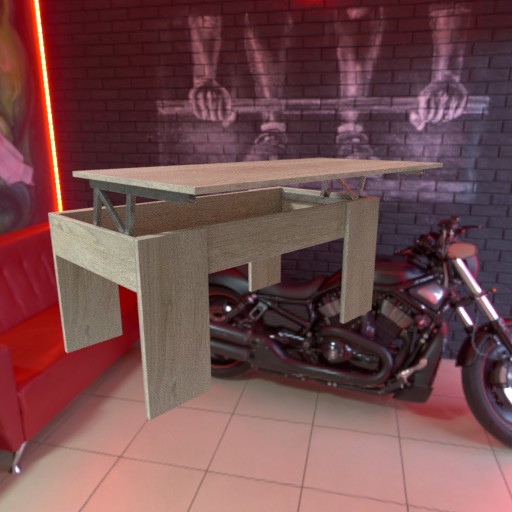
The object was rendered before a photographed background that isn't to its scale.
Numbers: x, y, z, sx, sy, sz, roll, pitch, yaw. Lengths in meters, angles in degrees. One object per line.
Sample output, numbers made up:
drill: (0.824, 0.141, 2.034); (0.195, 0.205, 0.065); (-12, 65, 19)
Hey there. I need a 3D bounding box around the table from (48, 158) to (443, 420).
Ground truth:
table: (0.000, 0.000, 1.413); (1.000, 0.570, 0.711); (-15, 21, -43)
